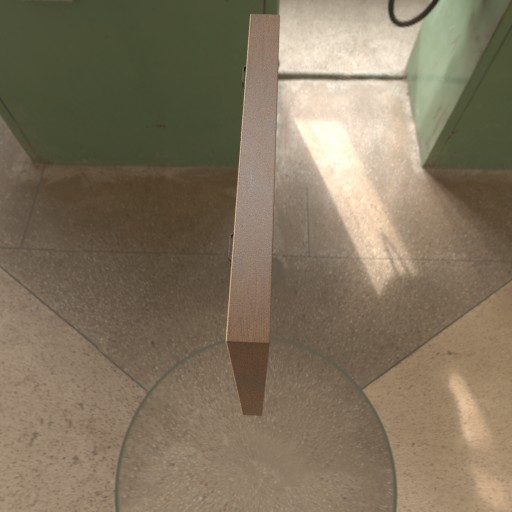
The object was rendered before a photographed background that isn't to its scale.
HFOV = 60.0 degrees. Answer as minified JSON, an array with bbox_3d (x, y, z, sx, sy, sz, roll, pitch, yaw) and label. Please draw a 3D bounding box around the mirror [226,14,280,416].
[{"bbox_3d":[0.000,0.000,0.676,0.041,0.508,0.405,2,64,1],"label":"mirror"}]
